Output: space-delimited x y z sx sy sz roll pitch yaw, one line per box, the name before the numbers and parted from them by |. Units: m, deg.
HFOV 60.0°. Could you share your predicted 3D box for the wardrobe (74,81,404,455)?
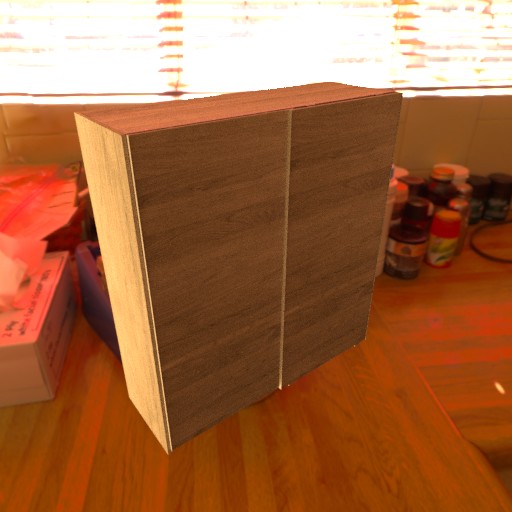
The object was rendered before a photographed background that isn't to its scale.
wardrobe | 0.000 0.000 2.912 1.780 1.960 0.629 -20 35 -32
